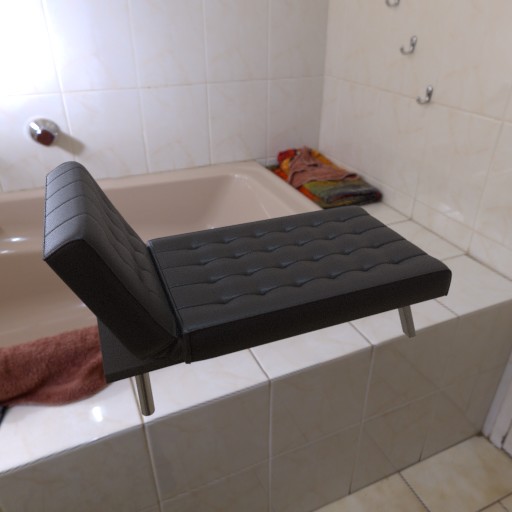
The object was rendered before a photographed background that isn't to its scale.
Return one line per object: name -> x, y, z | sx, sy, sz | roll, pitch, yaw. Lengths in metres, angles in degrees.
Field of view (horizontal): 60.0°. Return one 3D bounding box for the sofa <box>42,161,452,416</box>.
sofa -> 0.000, 0.000, 1.943 | 1.560, 0.820, 0.760 | -11, 32, -19
